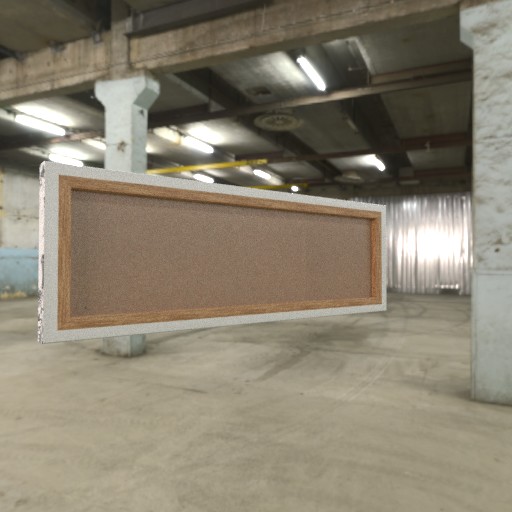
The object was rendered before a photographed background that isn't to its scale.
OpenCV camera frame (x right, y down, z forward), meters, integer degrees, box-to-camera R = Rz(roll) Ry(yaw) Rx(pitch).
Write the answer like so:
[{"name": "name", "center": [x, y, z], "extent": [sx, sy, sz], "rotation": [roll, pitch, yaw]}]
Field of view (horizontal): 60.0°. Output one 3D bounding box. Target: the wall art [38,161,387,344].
[{"name": "wall art", "center": [0.000, 0.000, 0.862], "extent": [0.766, 0.256, 0.036], "rotation": [1, -2, -37]}]
